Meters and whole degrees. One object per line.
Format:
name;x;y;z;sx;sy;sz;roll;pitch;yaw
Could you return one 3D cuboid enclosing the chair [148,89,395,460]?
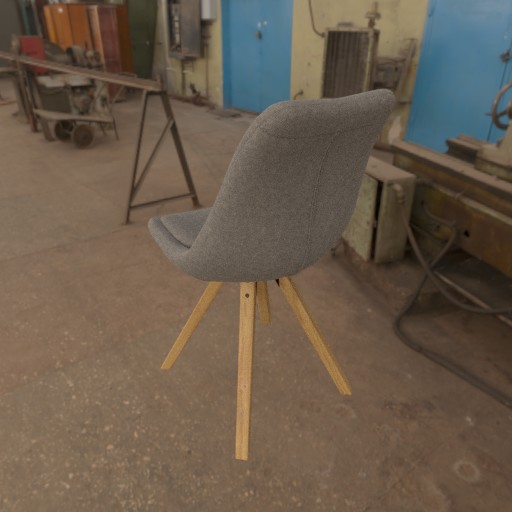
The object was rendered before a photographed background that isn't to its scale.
chair;0.000;0.000;1.166;0.483;0.865;0.550;-19;33;-31
